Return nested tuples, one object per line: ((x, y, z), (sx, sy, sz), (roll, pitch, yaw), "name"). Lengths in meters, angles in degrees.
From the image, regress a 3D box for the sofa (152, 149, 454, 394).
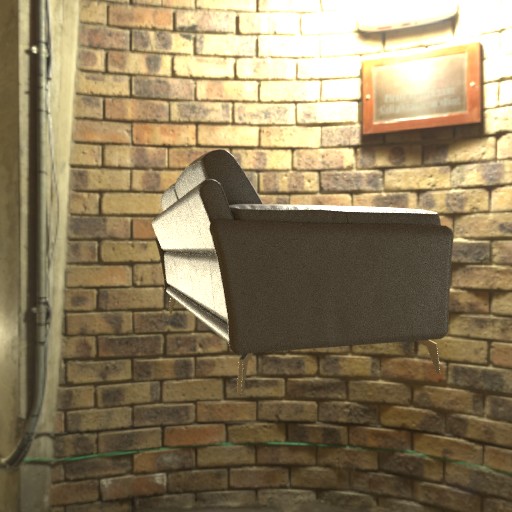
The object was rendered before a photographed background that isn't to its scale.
((0.000, 0.000, 2.626), (1.049, 0.930, 2.101), (0, 1, -18), "sofa")
